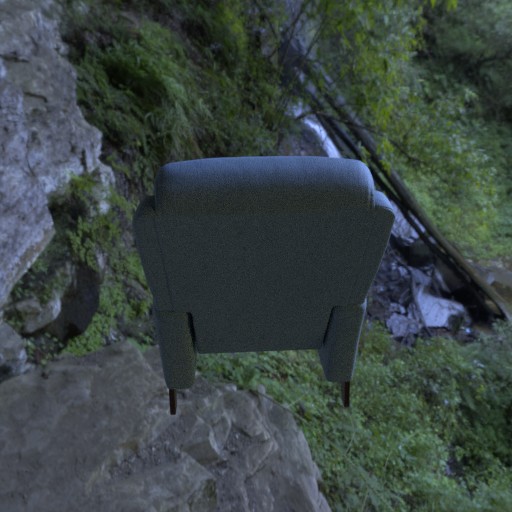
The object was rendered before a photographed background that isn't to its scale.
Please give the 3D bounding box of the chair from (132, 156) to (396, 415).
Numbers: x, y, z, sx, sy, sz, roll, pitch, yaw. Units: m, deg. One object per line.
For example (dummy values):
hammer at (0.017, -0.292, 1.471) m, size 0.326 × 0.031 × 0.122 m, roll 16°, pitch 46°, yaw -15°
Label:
chair at (0.000, 0.000, 1.812) m, size 0.785 × 1.067 × 0.988 m, roll -2°, pitch 31°, yaw -3°
